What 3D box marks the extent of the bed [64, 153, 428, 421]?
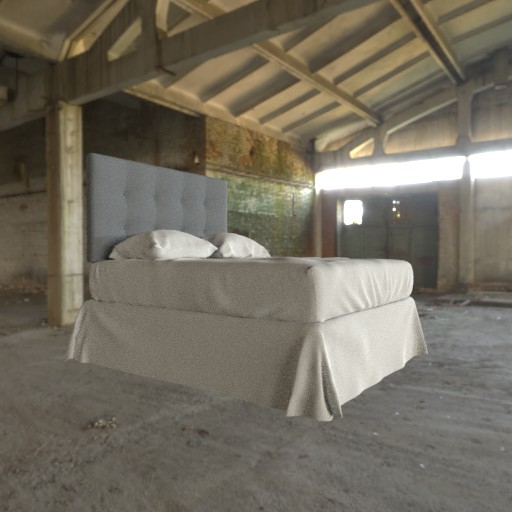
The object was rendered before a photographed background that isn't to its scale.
[{"bbox_3d":[0.000,0.000,3.461,2.222,1.577,1.936,0,1,35],"label":"bed"}]
